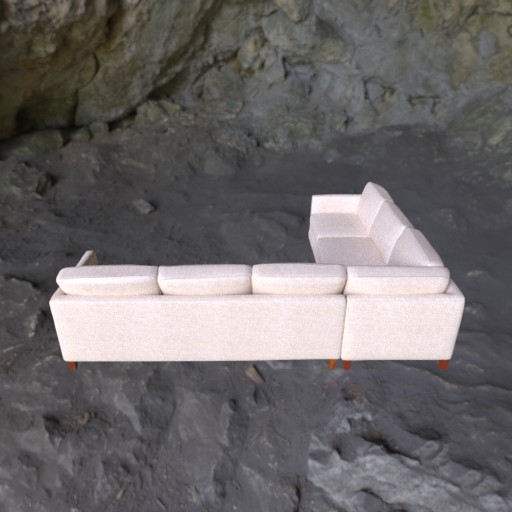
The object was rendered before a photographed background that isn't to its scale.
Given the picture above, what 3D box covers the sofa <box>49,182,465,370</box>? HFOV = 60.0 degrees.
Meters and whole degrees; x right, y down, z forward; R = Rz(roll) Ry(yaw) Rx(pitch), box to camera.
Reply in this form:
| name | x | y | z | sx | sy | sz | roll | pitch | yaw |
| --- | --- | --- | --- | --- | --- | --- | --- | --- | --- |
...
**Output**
| name | x | y | z | sx | sy | sz | roll | pitch | yaw |
| --- | --- | --- | --- | --- | --- | --- | --- | --- | --- |
| sofa | 0.000 | 0.000 | 4.681 | 3.302 | 0.947 | 2.593 | 0 | 26 | 0 |
